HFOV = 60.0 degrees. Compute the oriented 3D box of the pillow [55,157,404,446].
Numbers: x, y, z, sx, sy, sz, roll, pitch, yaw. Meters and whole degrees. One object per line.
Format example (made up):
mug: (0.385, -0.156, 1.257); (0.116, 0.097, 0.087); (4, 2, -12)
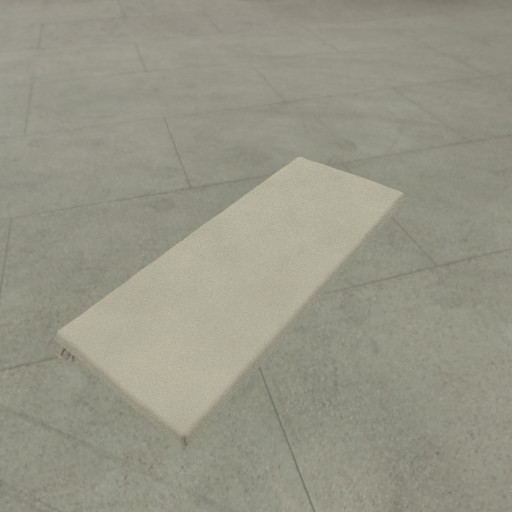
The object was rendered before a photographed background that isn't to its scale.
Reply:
pillow: (0.000, 0.000, 1.382); (0.492, 0.081, 1.187); (26, 48, 27)
